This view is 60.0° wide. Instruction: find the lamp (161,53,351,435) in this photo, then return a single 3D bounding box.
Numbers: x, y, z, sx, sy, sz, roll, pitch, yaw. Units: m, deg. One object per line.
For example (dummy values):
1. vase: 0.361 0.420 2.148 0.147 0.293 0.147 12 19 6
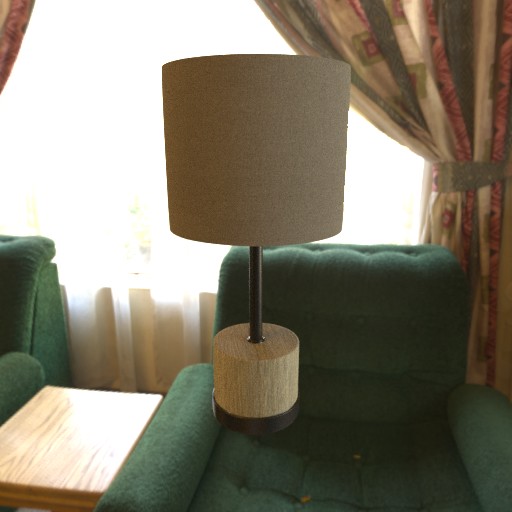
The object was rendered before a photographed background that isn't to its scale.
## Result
1. lamp: 0.000 0.000 0.602 0.229 0.470 0.229 -2 15 -8
